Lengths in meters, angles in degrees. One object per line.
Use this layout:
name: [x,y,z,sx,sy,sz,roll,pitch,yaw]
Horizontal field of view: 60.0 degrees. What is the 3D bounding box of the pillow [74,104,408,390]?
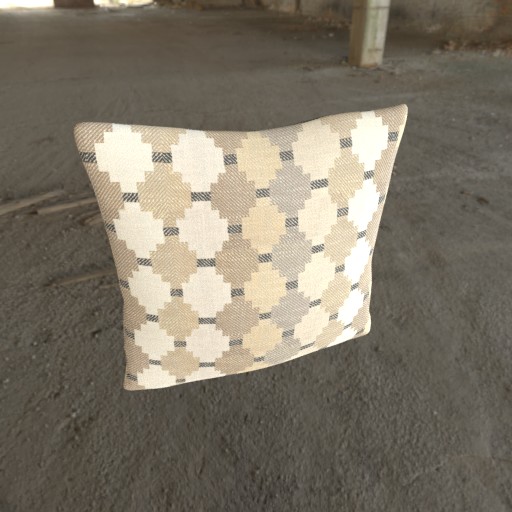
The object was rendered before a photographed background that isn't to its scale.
pillow: [0.000,0.000,0.855,0.578,0.558,0.192,-10,33,-16]
